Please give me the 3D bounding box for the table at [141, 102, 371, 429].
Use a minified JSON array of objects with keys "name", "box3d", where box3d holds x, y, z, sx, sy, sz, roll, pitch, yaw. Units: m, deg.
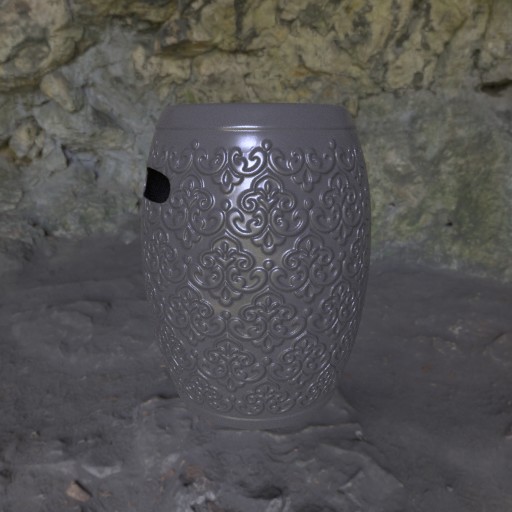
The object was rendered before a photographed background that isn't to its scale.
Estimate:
[{"name":"table","box3d":[0.000,0.000,0.619,0.309,0.397,0.309,0,17,0]}]
